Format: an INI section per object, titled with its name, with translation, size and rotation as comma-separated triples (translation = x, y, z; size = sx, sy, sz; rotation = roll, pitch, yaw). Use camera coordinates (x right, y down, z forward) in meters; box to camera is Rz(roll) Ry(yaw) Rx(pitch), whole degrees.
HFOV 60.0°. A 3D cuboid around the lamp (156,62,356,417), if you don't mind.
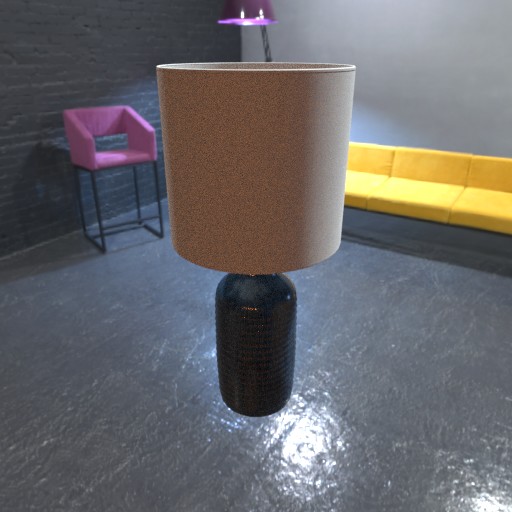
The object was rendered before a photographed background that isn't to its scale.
[lamp]
translation = 0.000, 0.000, 0.601
size = 0.220, 0.475, 0.220
rotation = 17, 30, 32
